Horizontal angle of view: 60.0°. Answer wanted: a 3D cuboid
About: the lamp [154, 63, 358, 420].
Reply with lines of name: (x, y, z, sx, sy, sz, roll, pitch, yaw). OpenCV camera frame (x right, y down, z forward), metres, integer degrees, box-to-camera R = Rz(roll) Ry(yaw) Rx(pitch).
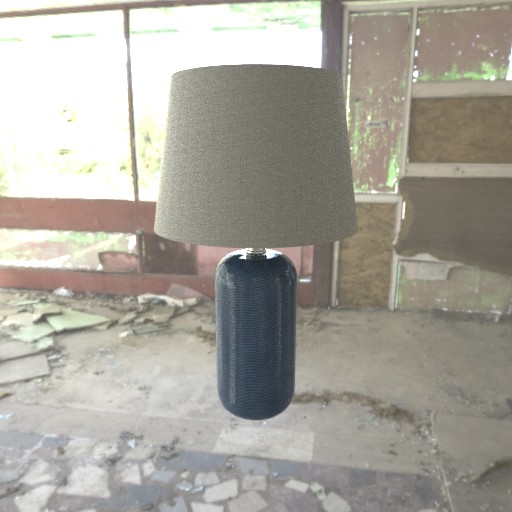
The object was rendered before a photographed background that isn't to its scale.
lamp: (0.000, 0.000, 0.572, 0.253, 0.428, 0.253, 0, 14, 0)
